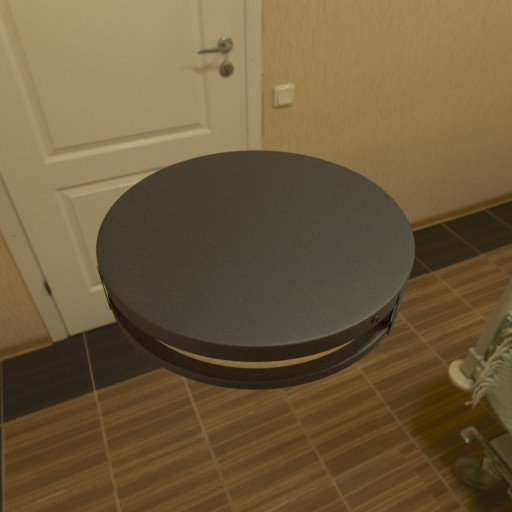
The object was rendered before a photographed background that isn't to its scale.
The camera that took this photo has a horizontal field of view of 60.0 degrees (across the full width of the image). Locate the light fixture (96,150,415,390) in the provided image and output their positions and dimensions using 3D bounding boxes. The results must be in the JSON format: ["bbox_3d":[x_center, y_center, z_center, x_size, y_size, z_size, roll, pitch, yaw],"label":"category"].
[{"bbox_3d":[0.000,0.000,0.542,0.356,0.102,0.356,0,41,0],"label":"light fixture"}]
